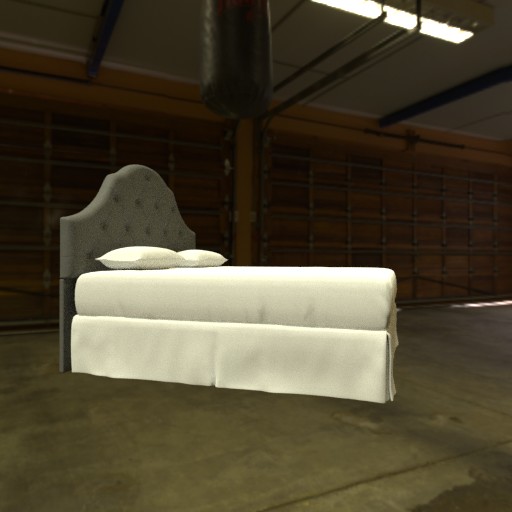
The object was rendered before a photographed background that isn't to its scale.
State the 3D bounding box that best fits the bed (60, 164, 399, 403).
[{"bbox_3d":[0.000,0.000,3.639,2.214,1.615,2.008,0,0,18],"label":"bed"}]
